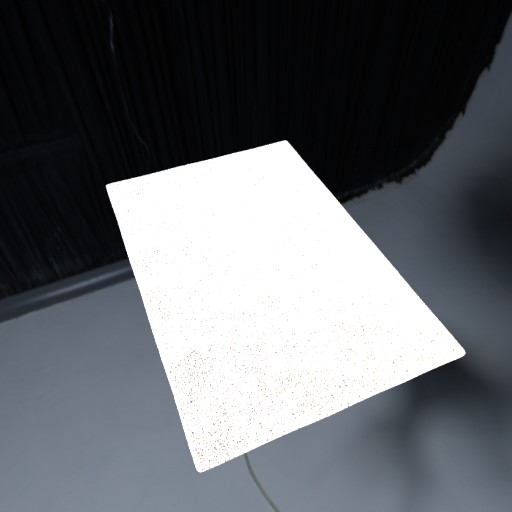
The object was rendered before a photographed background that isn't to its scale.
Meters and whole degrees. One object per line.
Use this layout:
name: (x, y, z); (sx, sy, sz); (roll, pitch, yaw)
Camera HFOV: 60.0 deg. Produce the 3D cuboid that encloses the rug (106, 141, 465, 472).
rug: (0.000, 0.000, 2.304); (1.219, 0.030, 1.778); (-18, 50, -15)
